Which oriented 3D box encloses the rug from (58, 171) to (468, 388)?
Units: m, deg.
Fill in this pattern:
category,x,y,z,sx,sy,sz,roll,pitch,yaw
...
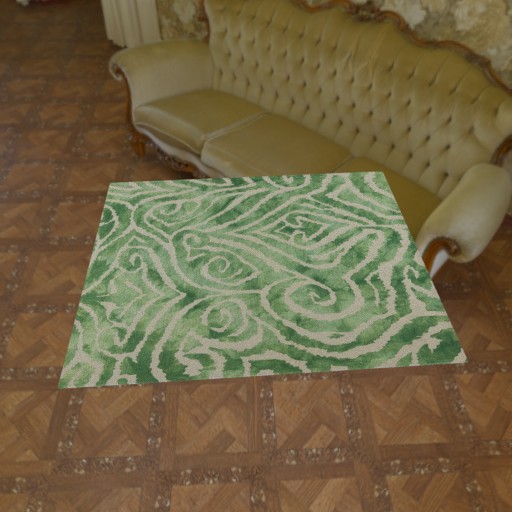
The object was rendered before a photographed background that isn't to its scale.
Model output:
category,x,y,z,sx,sy,sz,roll,pitch,yaw
rug,0.000,0.000,4.114,3.045,0.007,2.436,-3,46,-3
